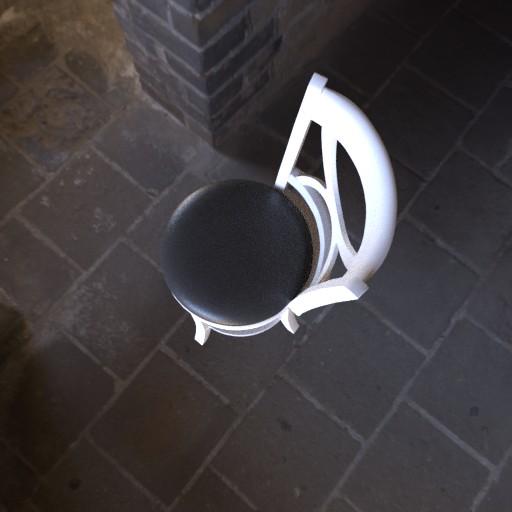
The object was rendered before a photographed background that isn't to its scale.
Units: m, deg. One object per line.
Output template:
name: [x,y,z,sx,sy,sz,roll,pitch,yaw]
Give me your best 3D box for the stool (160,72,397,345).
stool: [0.000,0.000,1.251,0.508,0.953,0.444,-7,75,-2]
